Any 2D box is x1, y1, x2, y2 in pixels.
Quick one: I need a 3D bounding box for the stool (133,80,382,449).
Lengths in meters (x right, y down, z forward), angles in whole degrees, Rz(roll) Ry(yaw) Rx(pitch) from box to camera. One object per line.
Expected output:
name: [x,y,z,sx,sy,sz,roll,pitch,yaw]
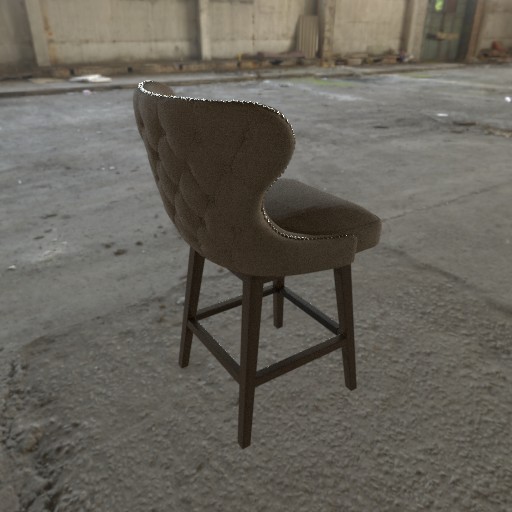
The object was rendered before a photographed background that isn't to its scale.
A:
stool: [0.000,0.000,1.339,0.597,0.972,0.615,-17,31,-30]
